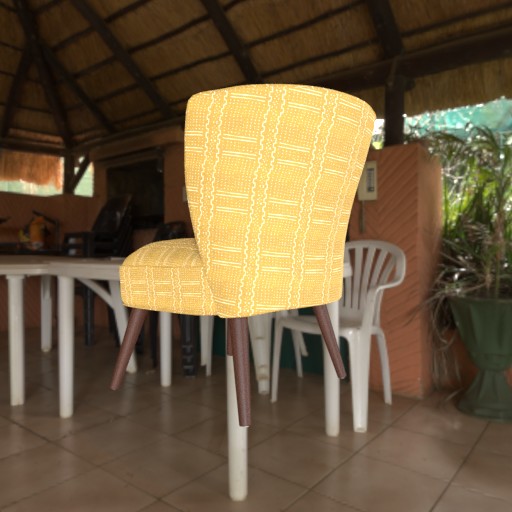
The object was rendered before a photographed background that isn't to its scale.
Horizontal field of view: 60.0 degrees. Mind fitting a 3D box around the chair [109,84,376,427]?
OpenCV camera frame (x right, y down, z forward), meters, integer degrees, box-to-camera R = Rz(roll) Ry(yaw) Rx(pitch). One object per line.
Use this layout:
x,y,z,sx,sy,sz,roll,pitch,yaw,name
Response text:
0.000,0.000,1.437,0.758,0.866,0.706,1,1,37,chair
